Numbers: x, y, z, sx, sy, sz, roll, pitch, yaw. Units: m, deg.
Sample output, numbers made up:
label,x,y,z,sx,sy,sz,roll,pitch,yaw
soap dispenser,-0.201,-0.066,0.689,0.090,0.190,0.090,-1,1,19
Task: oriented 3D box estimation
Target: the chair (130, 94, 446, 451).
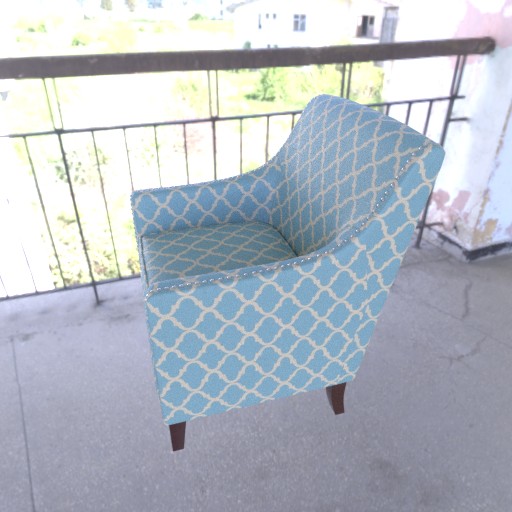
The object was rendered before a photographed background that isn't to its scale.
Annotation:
label,x,y,z,sx,sy,sz,roll,pitch,yaw
chair,0.000,0.000,1.322,0.686,0.817,0.617,-9,32,-15
